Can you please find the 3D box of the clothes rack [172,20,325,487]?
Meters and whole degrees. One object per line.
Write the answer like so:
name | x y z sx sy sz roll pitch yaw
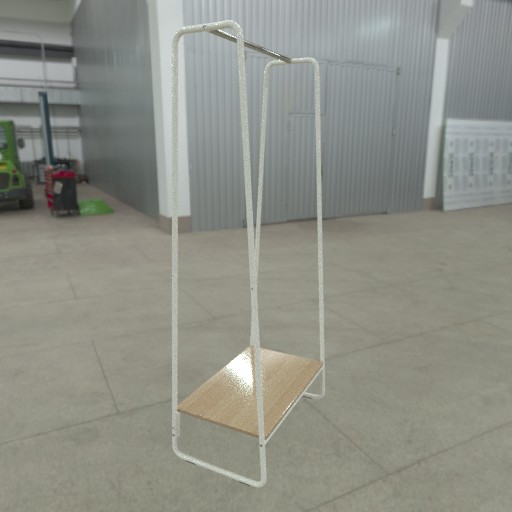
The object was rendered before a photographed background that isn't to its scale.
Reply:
clothes rack | 0.000 0.000 1.710 0.400 1.500 0.640 7 16 26
